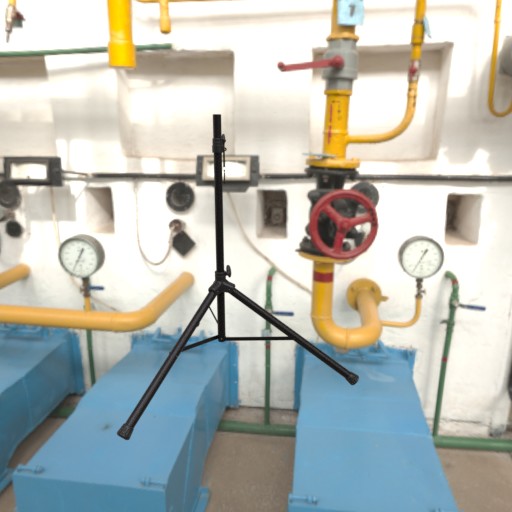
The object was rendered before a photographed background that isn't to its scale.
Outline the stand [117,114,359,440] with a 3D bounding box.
[{"bbox_3d":[0.000,0.000,1.861,0.907,1.136,1.045,2,15,8],"label":"stand"}]
